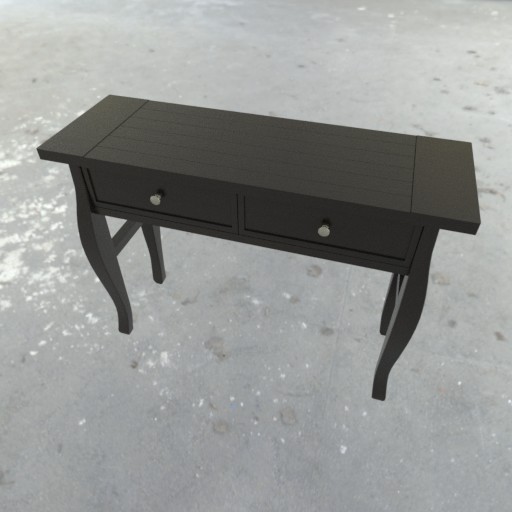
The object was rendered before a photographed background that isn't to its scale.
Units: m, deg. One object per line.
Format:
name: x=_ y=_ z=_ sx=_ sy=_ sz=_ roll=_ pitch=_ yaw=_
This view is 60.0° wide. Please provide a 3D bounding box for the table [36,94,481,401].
table: x=0.000 y=0.000 z=1.397 sx=1.062 sy=0.768 sz=0.373 roll=12 pitch=44 yaw=12
